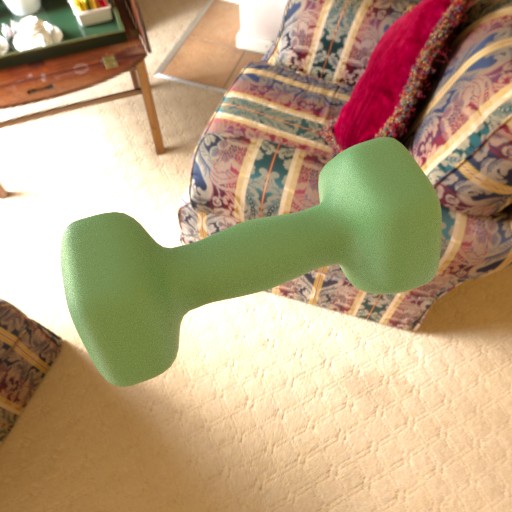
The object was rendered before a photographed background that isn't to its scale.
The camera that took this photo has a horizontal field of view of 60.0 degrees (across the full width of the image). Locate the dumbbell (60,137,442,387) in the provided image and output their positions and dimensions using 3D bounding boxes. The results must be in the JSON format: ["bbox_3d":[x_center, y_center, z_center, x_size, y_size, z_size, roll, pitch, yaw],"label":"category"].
[{"bbox_3d":[0.000,0.000,0.325,0.257,0.114,0.126,-16,61,-10],"label":"dumbbell"}]
